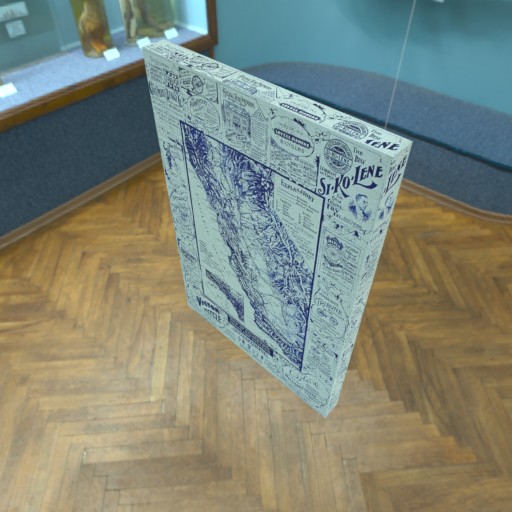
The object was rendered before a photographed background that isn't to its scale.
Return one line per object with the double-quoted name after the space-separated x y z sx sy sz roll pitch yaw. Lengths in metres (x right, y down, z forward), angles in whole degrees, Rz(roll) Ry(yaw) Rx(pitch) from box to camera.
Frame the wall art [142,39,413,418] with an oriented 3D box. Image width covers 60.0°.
0.000 0.000 0.476 0.255 0.376 0.025 34 55 28 "wall art"
